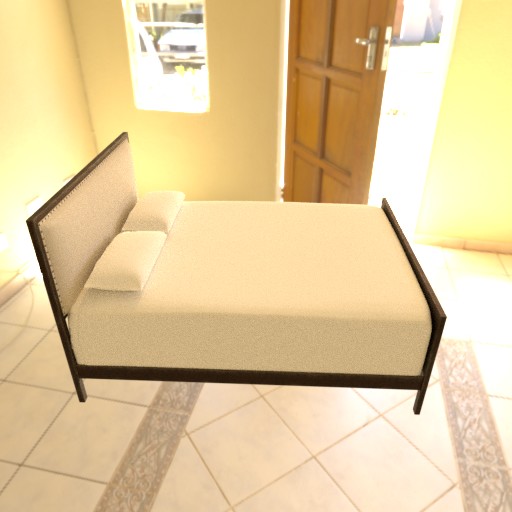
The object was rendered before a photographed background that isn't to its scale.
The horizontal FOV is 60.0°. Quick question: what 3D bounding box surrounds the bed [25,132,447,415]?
[{"bbox_3d":[0.000,0.000,3.182,2.221,1.313,1.607,1,31,2],"label":"bed"}]
